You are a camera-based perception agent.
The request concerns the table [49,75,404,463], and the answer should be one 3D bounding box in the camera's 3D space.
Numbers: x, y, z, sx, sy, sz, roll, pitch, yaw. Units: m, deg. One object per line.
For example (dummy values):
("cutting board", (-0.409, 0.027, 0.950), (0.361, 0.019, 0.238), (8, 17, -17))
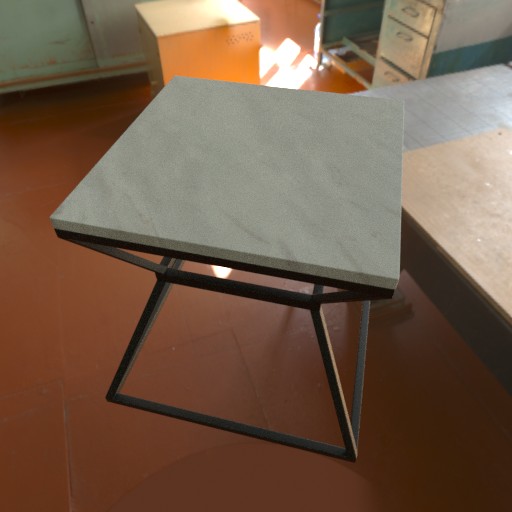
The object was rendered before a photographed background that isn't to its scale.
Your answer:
("table", (0.000, 0.000, 0.782), (0.455, 0.431, 0.455), (10, 46, 10))
